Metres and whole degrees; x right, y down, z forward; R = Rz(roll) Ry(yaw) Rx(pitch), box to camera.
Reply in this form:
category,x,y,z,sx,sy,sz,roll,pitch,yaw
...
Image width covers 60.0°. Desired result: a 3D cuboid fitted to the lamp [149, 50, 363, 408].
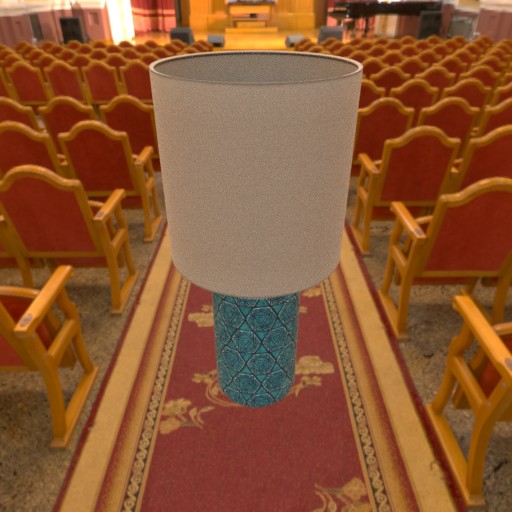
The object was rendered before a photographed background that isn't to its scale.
category,x,y,z,sx,sy,sz,roll,pitch,yaw
lamp,0.000,0.000,0.742,0.278,0.597,0.278,0,31,0
